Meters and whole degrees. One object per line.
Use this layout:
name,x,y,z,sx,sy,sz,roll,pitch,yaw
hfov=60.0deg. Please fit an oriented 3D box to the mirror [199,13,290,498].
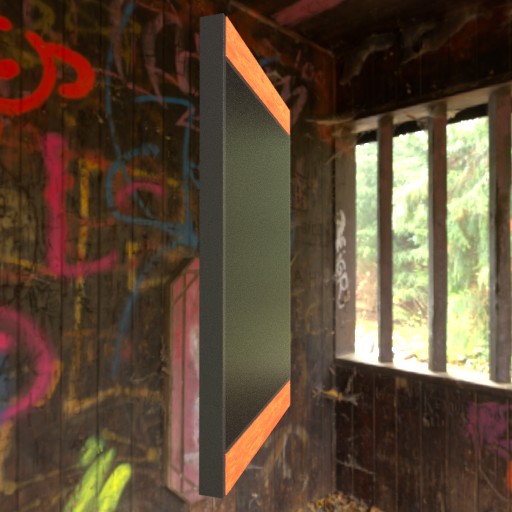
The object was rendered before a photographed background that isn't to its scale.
mirror,0.000,0.000,1.008,0.047,0.823,0.525,0,-1,17
